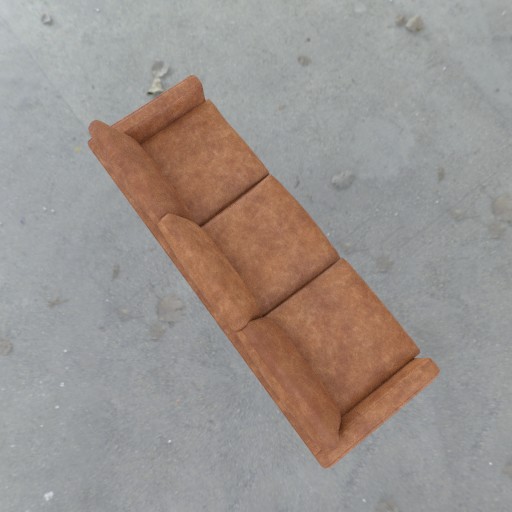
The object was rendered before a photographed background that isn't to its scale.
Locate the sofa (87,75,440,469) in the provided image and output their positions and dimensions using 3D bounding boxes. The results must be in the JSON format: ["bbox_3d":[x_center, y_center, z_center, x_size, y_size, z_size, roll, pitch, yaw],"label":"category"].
[{"bbox_3d":[0.000,0.000,2.373,0.748,0.863,2.029,-36,78,-9],"label":"sofa"}]
